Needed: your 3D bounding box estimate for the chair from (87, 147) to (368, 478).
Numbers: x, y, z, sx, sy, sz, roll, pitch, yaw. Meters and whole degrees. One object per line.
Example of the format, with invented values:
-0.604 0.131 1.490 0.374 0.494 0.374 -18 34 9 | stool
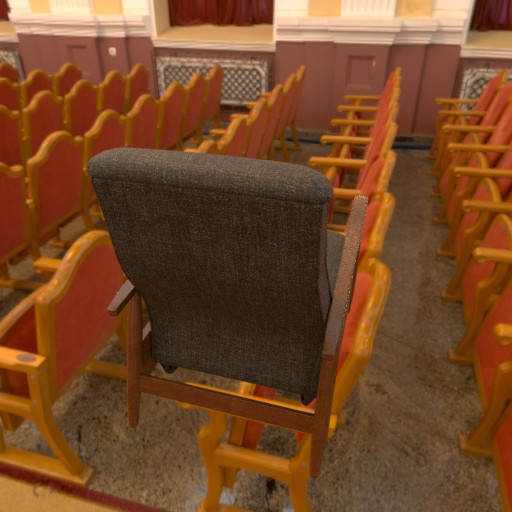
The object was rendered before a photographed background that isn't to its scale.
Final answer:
0.000 0.000 1.723 0.762 1.082 1.014 9 32 14 | chair
